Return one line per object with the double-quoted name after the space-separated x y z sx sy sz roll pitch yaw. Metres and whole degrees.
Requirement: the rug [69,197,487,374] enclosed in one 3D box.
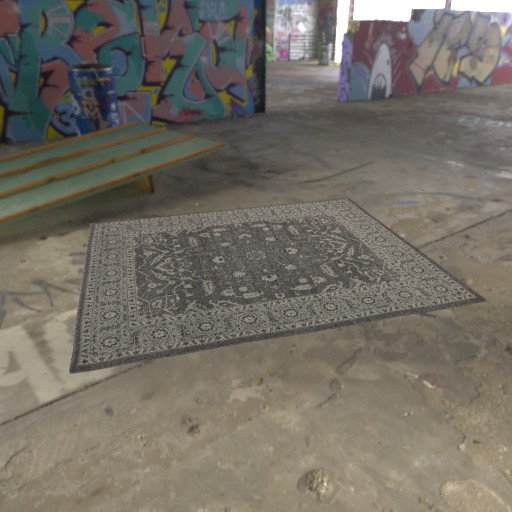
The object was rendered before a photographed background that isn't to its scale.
0.000 0.000 4.125 3.069 0.026 2.451 -7 28 -14 "rug"
